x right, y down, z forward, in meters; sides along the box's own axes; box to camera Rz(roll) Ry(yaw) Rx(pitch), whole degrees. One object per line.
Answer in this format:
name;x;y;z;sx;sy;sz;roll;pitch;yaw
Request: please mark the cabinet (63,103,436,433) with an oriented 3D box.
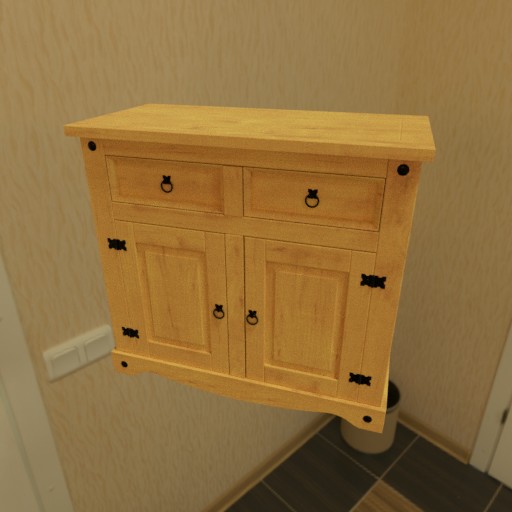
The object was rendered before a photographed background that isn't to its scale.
cabinet;0.000;0.000;1.418;0.920;0.840;0.450;8;27;16
